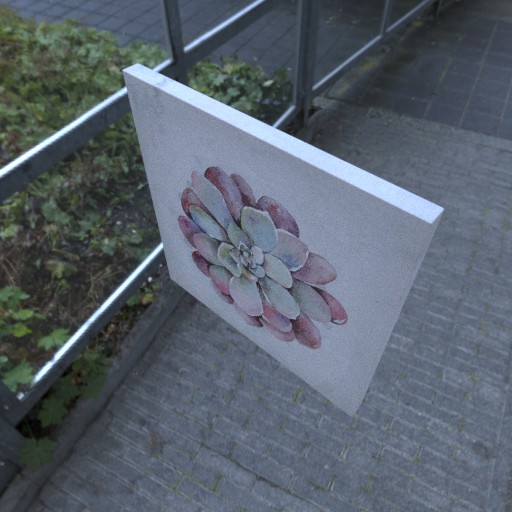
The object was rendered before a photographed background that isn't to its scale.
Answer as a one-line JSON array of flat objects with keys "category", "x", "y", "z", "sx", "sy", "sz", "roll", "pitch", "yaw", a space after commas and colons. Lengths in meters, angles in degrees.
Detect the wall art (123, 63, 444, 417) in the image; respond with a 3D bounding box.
[{"category": "wall art", "x": 0.000, "y": 0.000, "z": 0.908, "sx": 0.605, "sy": 0.605, "sz": 0.044, "roll": 33, "pitch": 56, "yaw": 26}]
